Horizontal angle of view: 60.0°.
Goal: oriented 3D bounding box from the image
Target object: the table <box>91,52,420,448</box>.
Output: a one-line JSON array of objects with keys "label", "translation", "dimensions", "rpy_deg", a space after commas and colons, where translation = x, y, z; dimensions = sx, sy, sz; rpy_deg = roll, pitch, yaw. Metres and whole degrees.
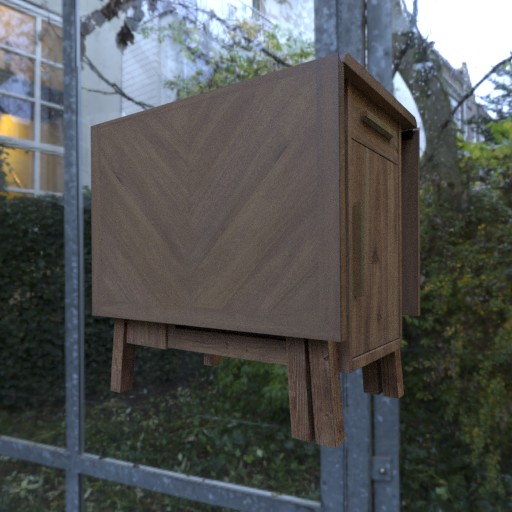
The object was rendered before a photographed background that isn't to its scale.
[{"label": "table", "translation": [0.000, 0.000, 1.599], "dimensions": [0.967, 0.981, 0.701], "rpy_deg": [-1, -1, 35]}]
